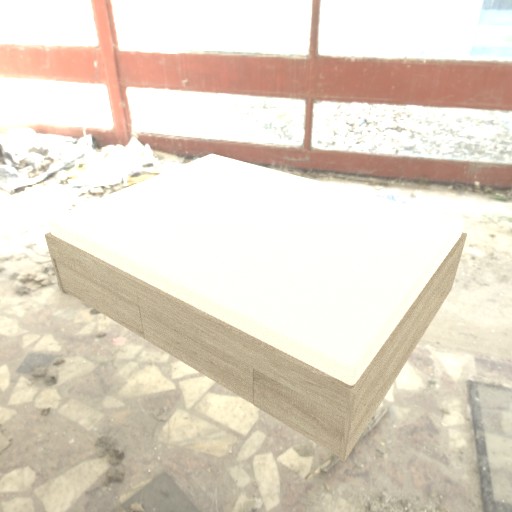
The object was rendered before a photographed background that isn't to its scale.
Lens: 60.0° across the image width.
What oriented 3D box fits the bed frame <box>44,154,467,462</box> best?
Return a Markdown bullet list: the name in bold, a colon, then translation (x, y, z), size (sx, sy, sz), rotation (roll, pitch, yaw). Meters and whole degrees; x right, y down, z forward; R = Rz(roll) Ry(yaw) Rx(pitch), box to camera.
- **bed frame**: translation (0.000, 0.000, 2.616), size (1.944, 0.490, 1.448), rotation (21, 38, 30)
